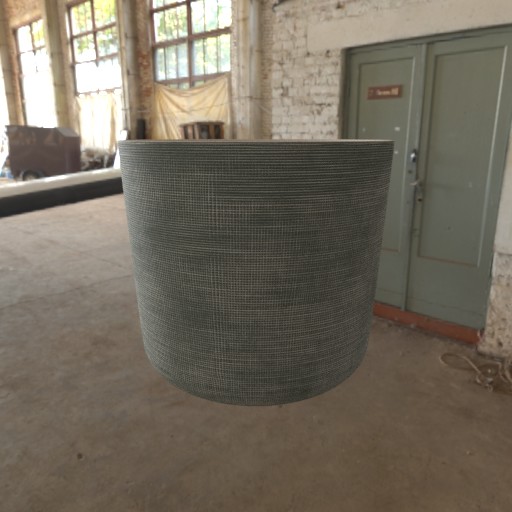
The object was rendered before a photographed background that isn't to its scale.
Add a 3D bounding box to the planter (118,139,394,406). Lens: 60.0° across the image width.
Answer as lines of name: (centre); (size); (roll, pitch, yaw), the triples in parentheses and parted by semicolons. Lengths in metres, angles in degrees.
planter: (0.000, 0.000, 0.787); (0.440, 0.398, 0.440); (0, 15, 0)
